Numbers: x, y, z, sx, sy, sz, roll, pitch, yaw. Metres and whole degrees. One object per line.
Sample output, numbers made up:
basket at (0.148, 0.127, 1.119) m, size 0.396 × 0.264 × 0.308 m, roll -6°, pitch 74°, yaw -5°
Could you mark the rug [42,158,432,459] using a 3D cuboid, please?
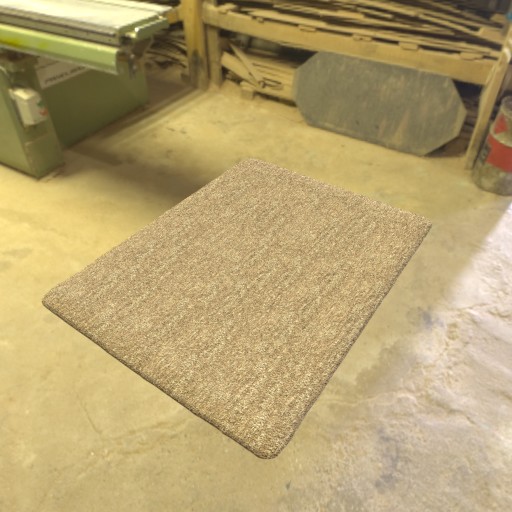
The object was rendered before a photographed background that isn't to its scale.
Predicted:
rug at (0.000, 0.000, 3.880) m, size 2.242 × 0.050 × 2.873 m, roll 25°, pitch 47°, yaw 26°
